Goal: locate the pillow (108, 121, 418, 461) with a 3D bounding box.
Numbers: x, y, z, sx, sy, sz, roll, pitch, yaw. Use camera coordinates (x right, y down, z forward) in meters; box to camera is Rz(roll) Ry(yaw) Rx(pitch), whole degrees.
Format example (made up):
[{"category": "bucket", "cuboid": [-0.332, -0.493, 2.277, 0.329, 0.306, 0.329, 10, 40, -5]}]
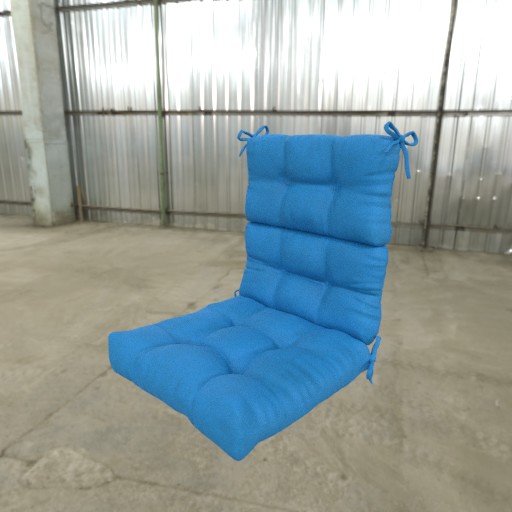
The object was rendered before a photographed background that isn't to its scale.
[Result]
[{"category": "pillow", "cuboid": [0.000, 0.000, 1.040, 0.571, 0.605, 0.519, -15, 21, -43]}]
